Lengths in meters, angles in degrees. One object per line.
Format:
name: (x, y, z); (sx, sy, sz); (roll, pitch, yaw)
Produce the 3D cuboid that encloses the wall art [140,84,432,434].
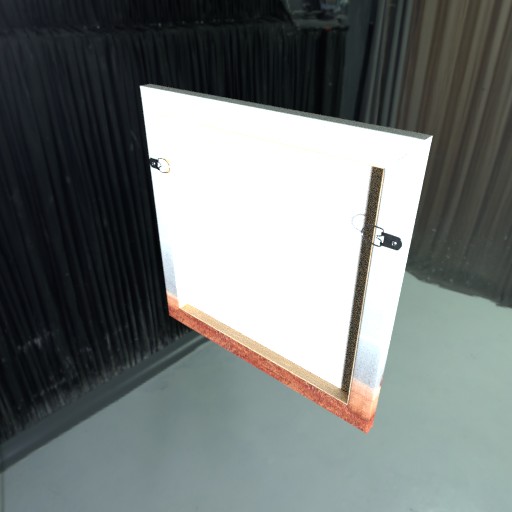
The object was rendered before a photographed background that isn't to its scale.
wall art: (0.000, 0.000, 1.156); (0.760, 0.760, 0.042); (23, 38, 33)
